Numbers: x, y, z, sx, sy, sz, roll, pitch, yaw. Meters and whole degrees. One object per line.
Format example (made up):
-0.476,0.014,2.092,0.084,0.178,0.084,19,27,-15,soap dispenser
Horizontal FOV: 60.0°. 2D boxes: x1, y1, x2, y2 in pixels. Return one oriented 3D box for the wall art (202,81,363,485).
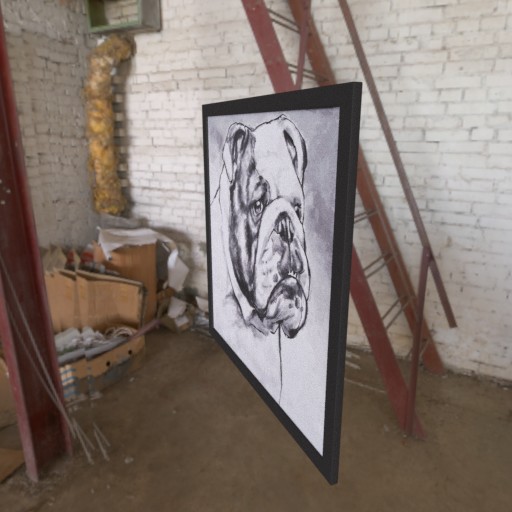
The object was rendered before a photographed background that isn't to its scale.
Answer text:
0.000,0.000,0.825,0.012,0.558,0.562,-7,18,-23,wall art
